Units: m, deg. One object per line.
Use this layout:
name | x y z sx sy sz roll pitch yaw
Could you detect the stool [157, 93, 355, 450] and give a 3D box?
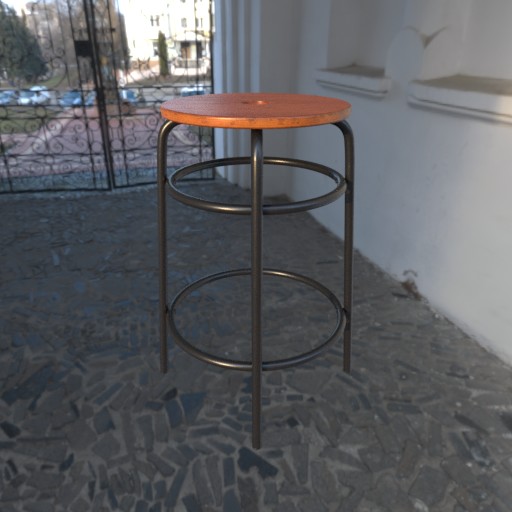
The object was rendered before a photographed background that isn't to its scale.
stool | 0.000 0.000 0.925 0.455 0.610 0.455 0 26 0
